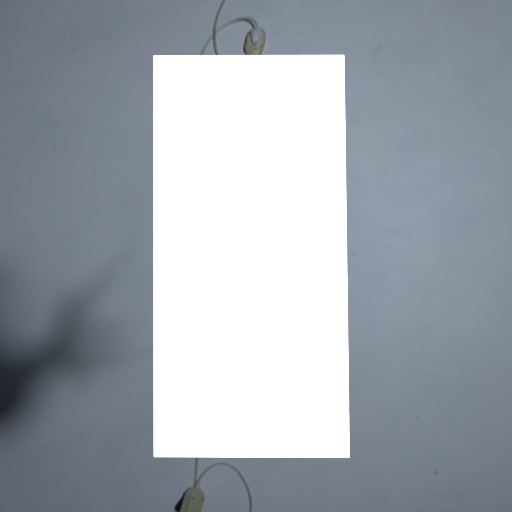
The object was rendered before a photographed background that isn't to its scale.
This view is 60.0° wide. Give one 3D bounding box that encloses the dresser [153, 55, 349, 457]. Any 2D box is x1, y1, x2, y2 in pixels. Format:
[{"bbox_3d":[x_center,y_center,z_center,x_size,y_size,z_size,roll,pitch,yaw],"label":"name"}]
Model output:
[{"bbox_3d":[0.000,0.000,1.284,0.420,0.740,0.830,0,90,0],"label":"dresser"}]
